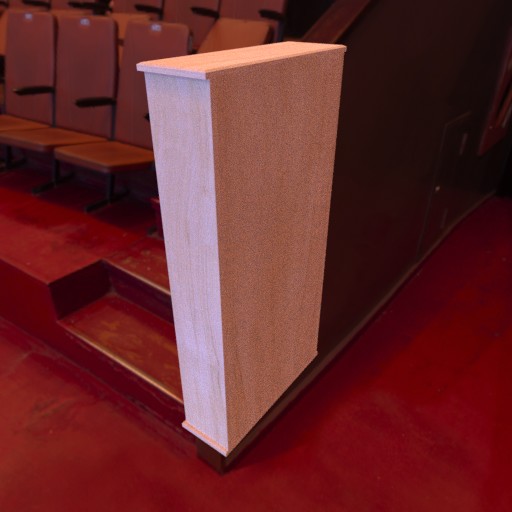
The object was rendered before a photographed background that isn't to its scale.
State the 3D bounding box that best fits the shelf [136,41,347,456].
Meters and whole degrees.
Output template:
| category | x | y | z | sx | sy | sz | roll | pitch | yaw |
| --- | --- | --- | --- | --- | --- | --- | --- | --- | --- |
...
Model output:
| category | x | y | z | sx | sy | sz | roll | pitch | yaw |
| --- | --- | --- | --- | --- | --- | --- | --- | --- | --- |
| shelf | 0.000 | 0.000 | 1.228 | 0.175 | 1.030 | 0.520 | 21 | 36 | 31 |
